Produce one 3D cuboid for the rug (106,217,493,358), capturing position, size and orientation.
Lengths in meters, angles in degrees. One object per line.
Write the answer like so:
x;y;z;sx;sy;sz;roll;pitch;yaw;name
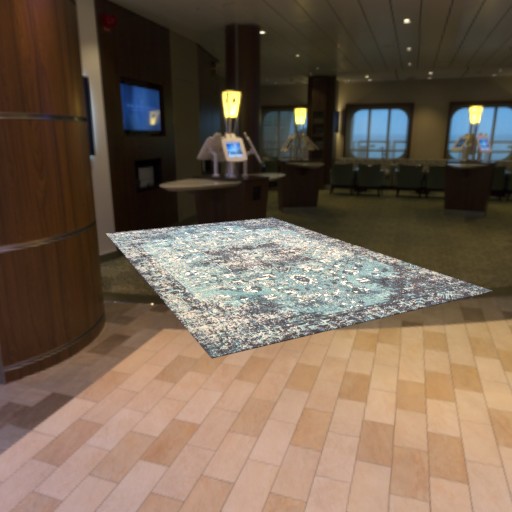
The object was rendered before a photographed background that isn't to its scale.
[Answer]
0.000;0.000;2.310;1.219;0.005;1.828;-8;17;-26;rug
